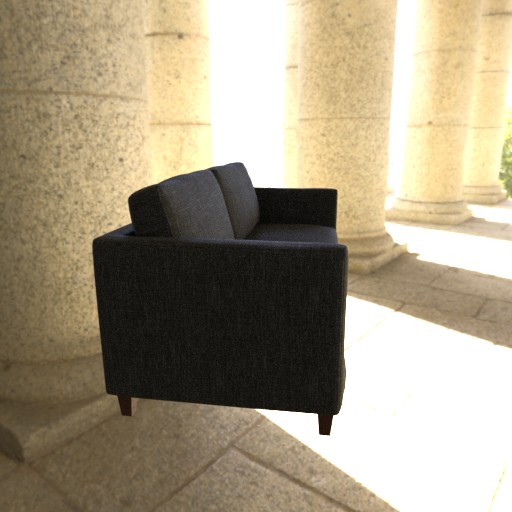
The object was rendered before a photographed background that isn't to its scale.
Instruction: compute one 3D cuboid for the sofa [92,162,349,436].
[{"bbox_3d":[0.000,0.000,2.474,0.950,0.963,1.884,2,15,9],"label":"sofa"}]
